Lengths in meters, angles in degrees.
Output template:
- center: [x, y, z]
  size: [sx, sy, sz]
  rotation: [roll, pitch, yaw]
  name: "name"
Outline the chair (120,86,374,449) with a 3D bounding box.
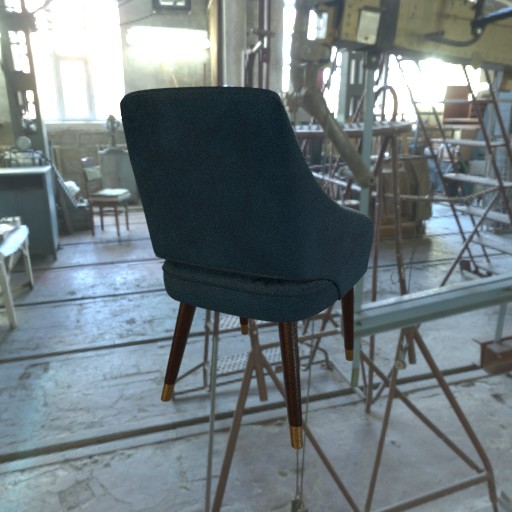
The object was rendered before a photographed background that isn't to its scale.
- center: [0.000, 0.000, 1.574]
  size: [0.683, 1.081, 0.794]
  rotation: [9, 19, 26]
  name: "chair"
